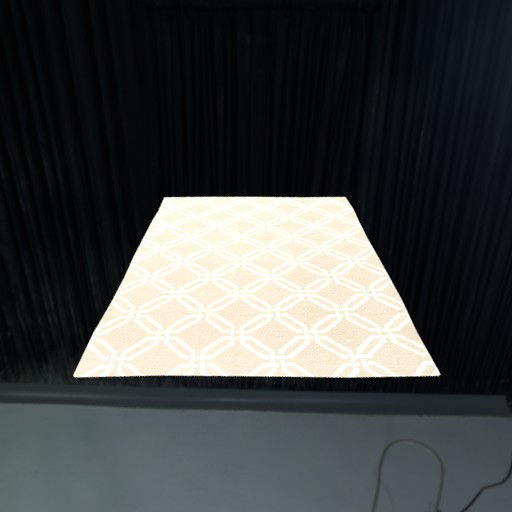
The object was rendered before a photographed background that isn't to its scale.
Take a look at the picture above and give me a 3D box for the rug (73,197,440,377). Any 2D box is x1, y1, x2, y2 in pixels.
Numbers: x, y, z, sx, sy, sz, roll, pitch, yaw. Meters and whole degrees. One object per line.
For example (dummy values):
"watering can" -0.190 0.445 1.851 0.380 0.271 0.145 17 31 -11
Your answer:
"rug" 0.000 0.000 2.755 1.524 0.013 2.135 0 28 0
